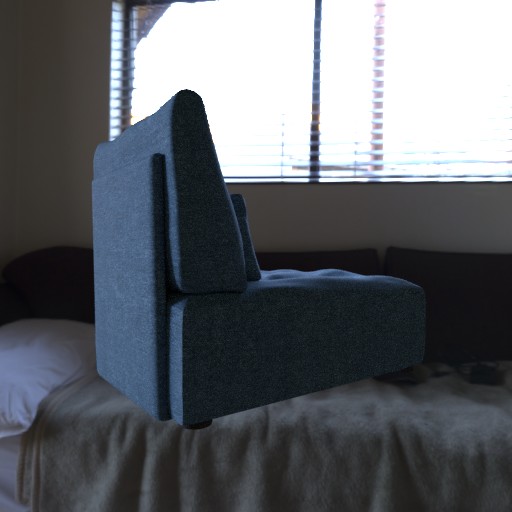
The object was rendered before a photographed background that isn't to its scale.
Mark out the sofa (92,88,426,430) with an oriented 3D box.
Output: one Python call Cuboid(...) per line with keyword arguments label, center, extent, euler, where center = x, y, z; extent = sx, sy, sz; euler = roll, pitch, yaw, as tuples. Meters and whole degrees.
Cuboid(label="sofa", center=(0.000, 0.000, 1.579), extent=(1.000, 0.820, 0.700), euler=(-1, 1, -36))
